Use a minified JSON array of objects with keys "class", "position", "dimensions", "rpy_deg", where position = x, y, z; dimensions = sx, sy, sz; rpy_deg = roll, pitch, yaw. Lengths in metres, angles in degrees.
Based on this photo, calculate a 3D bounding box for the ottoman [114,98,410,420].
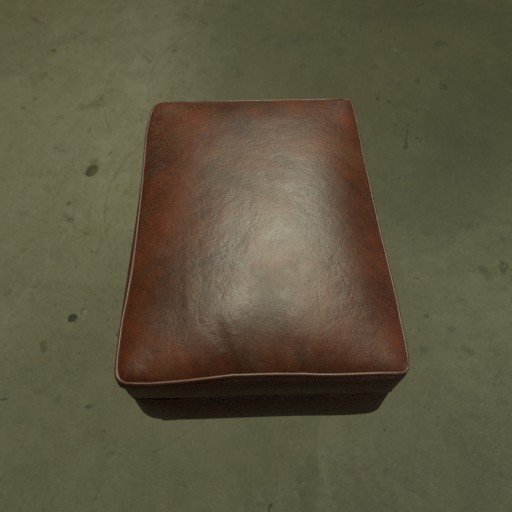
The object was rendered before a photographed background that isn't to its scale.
[{"class":"ottoman","position":[0.000,0.000,0.982],"dimensions":[0.501,0.432,0.665],"rpy_deg":[-1,58,-1]}]
